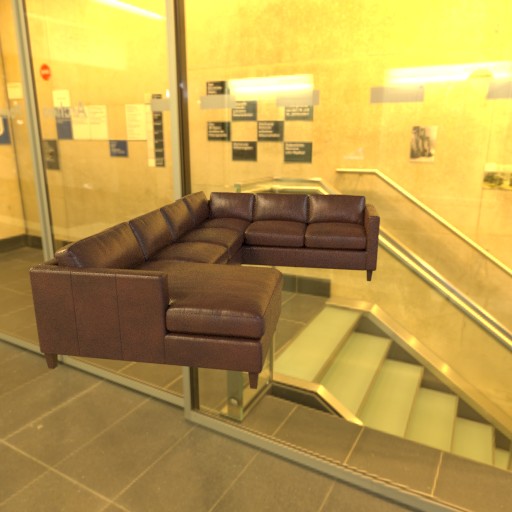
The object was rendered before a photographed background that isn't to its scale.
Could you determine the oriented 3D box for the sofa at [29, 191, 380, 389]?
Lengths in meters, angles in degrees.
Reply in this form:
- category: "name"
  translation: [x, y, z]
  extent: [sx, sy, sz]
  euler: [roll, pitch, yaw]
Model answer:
- category: "sofa"
  translation: [0.000, 0.000, 4.344]
  extent: [2.452, 0.891, 3.324]
  euler: [3, 15, 10]
